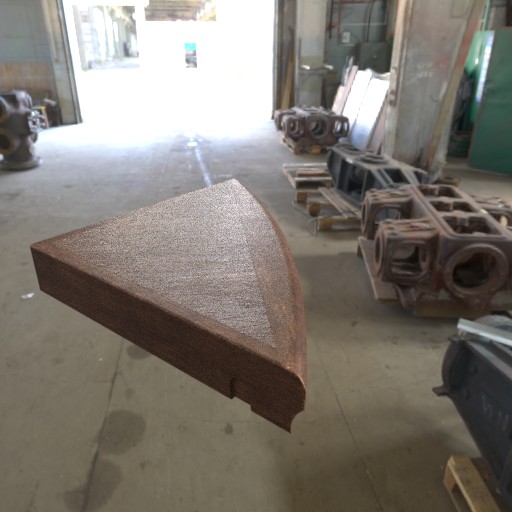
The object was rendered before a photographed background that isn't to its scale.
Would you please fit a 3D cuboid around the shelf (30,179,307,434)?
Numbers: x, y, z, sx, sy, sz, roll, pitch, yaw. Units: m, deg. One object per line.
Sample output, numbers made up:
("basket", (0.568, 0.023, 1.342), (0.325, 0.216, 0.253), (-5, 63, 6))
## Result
("shelf", (0.000, 0.000, 0.458), (0.310, 0.050, 0.310), (18, 31, 34))
